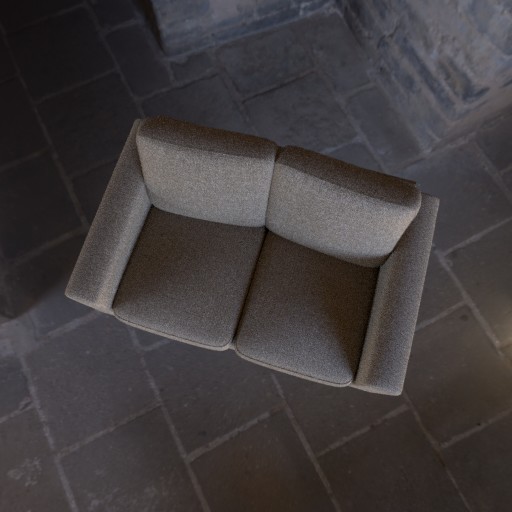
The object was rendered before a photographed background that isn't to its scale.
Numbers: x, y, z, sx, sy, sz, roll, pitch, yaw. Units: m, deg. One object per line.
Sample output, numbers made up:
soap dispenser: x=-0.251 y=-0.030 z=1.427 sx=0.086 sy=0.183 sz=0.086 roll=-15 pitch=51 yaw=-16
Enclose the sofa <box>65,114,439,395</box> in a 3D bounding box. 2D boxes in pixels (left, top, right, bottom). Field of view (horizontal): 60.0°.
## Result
sofa: x=0.000 y=0.000 z=2.244 sx=1.616 sy=0.873 sz=1.016 roll=16 pitch=75 yaw=4
